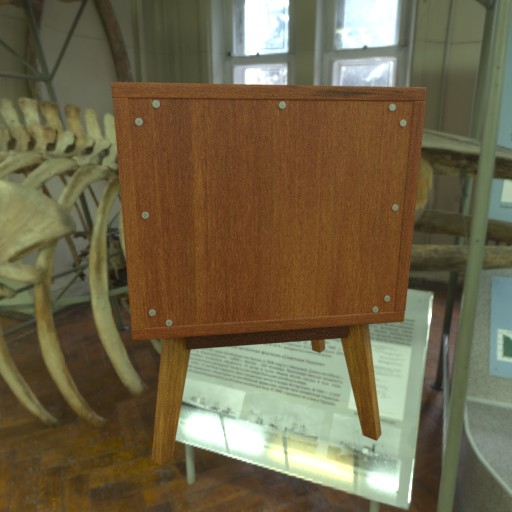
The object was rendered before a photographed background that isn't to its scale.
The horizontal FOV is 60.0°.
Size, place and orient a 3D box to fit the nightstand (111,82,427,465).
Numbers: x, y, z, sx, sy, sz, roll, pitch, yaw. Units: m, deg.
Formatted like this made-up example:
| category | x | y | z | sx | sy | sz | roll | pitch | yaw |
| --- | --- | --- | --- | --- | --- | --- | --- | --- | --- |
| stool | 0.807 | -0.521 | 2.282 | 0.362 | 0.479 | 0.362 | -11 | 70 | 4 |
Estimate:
| category | x | y | z | sx | sy | sz | roll | pitch | yaw |
| --- | --- | --- | --- | --- | --- | --- | --- | --- | --- |
| nightstand | 0.000 | 0.000 | 0.906 | 0.460 | 0.618 | 0.411 | -2 | 16 | -9 |
